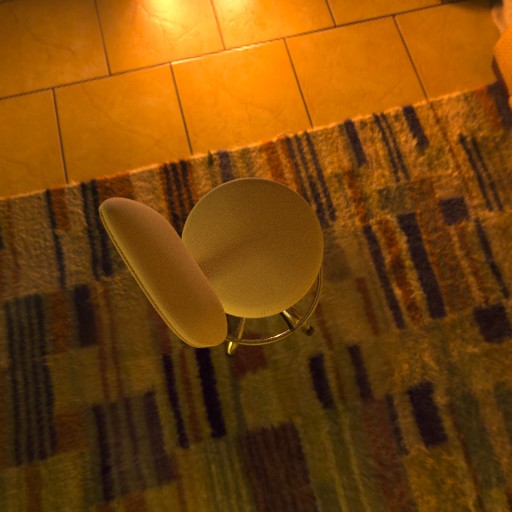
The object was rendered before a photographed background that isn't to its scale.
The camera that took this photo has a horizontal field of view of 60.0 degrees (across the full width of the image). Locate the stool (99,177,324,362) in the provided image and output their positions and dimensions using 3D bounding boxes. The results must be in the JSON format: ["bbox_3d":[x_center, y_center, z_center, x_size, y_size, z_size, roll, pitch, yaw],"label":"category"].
[{"bbox_3d":[0.000,0.000,1.442,0.616,1.080,0.609,-33,77,-9],"label":"stool"}]
